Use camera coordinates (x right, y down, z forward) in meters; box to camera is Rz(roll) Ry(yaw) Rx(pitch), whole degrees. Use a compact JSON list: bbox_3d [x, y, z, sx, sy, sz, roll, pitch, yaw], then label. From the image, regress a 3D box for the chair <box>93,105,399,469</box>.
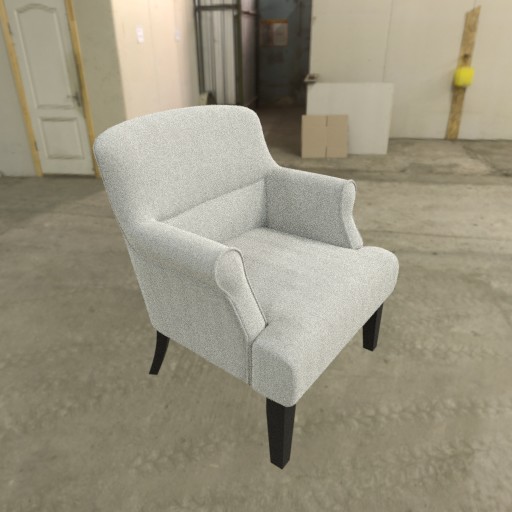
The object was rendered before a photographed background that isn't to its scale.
[{"bbox_3d":[0.000,0.000,1.478,0.750,0.875,0.781,18,32,32],"label":"chair"}]
